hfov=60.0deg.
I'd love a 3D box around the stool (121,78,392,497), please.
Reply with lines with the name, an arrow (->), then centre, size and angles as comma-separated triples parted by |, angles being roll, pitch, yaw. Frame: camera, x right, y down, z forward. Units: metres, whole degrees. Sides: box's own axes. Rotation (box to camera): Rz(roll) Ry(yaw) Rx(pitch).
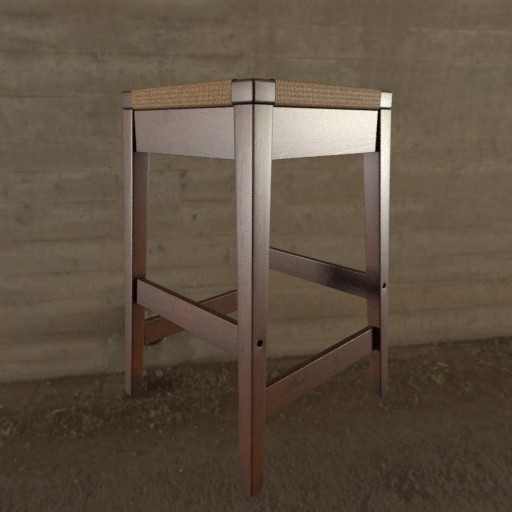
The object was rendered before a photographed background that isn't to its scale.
stool -> 0.000, 0.000, 1.087 | 0.507, 0.762, 0.497 | -15, 22, -42
